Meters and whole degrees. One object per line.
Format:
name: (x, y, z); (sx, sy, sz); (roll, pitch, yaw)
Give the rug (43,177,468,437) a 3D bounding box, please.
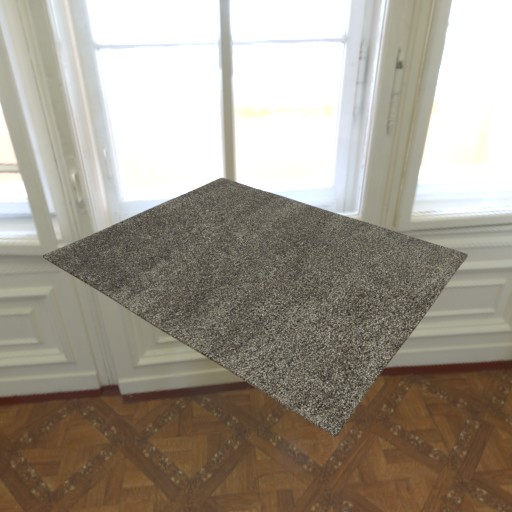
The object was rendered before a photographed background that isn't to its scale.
rug: (0.000, 0.000, 3.993); (3.000, 0.025, 2.401); (23, 38, 32)
